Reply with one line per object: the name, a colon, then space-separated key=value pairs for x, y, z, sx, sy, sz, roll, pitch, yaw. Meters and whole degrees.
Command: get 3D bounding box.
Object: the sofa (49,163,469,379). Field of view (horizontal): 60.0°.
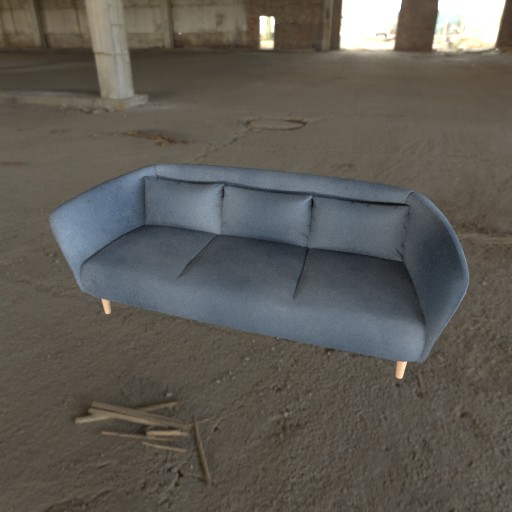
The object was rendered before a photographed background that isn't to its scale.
sofa: x=0.000 y=0.000 z=2.543 sx=2.095 sy=0.795 sz=0.849 roll=9 pitch=29 yaw=17
